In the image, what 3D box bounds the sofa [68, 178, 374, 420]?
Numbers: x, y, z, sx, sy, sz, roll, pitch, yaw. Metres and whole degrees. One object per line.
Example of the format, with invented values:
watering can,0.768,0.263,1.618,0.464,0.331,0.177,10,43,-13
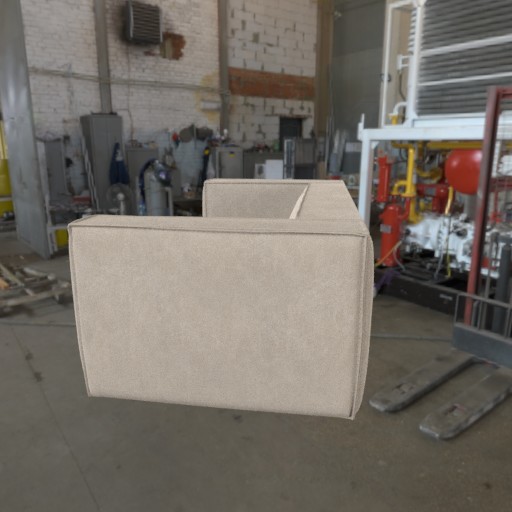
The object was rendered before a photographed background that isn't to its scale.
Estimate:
sofa,0.000,0.000,2.391,1.038,0.680,1.995,2,14,8
